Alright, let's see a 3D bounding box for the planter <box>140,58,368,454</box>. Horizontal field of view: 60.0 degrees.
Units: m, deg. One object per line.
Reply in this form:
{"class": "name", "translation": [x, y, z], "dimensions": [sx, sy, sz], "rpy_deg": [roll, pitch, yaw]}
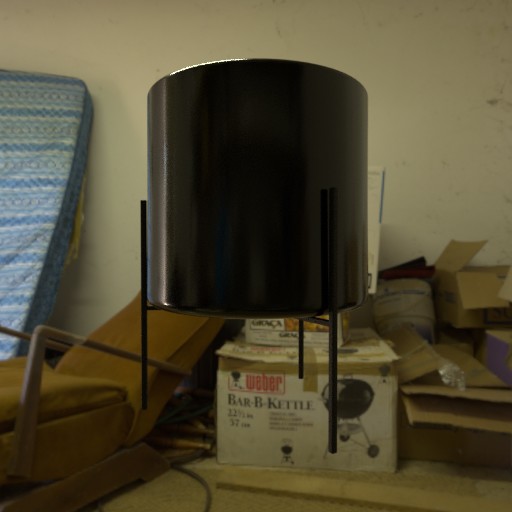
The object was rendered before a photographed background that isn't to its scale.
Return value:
{"class": "planter", "translation": [0.000, 0.000, 0.621], "dimensions": [0.310, 0.432, 0.310], "rpy_deg": [0, 1, -16]}
